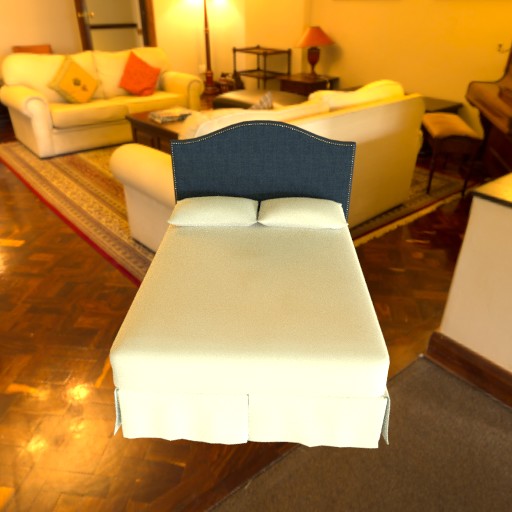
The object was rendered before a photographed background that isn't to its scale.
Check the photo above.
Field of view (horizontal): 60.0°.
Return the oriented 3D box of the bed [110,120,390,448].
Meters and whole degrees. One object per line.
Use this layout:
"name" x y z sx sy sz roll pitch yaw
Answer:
"bed" 0.000 0.000 3.290 1.713 1.518 2.153 1 30 2
